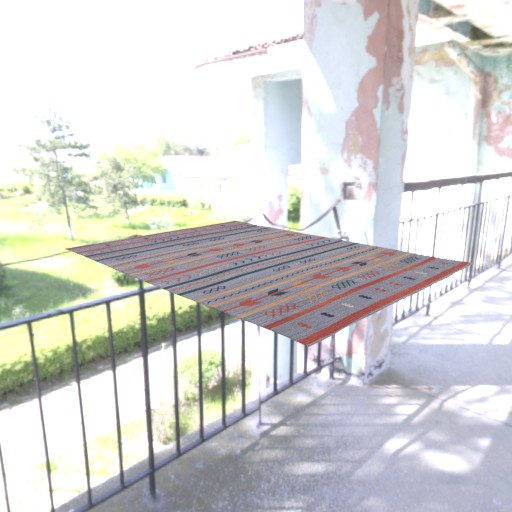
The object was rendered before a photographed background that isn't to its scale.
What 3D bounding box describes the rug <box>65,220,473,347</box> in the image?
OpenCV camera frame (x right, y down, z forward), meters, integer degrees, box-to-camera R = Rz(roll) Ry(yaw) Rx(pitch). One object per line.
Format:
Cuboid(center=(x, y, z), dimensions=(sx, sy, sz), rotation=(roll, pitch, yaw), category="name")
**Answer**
Cuboid(center=(0.000, 0.000, 4.063), dimensions=(3.029, 0.022, 2.263), rotation=(14, 20, 43), category="rug")
